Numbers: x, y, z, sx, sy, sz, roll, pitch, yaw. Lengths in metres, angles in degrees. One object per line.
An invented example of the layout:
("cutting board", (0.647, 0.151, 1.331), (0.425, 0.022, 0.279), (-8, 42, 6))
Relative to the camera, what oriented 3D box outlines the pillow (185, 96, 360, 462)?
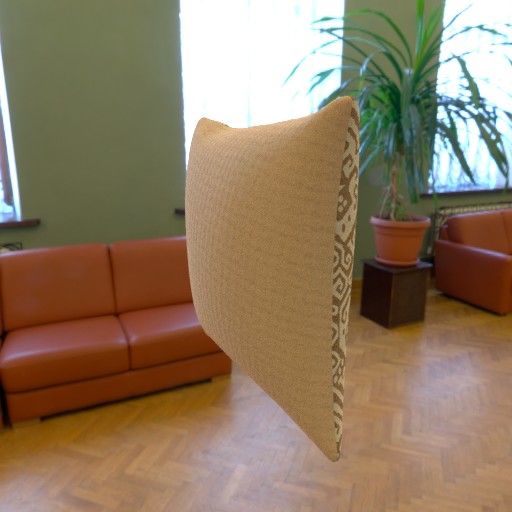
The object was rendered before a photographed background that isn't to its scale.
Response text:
("pillow", (0.000, 0.000, 0.645), (0.173, 0.407, 0.419), (-7, 16, -26))
